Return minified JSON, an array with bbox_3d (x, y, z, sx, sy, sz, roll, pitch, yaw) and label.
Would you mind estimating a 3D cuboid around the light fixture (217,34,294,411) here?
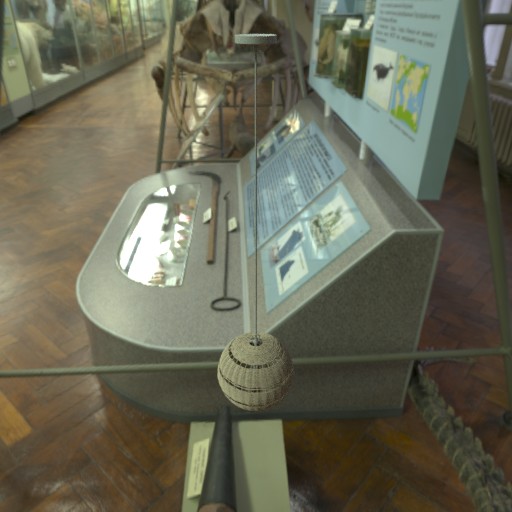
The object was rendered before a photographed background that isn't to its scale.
[{"bbox_3d":[0.000,0.000,2.261,0.457,2.019,0.457,-1,29,-2],"label":"light fixture"}]
